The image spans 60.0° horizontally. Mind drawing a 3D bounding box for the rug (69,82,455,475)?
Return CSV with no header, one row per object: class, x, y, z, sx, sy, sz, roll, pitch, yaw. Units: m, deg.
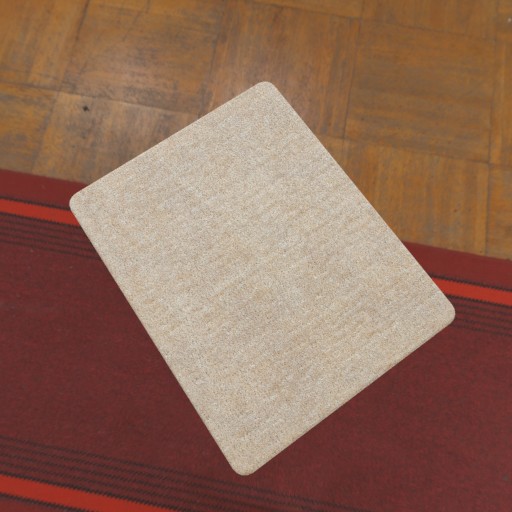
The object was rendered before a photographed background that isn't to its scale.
rug,0.000,0.000,3.471,2.009,0.048,2.528,-34,78,-8
